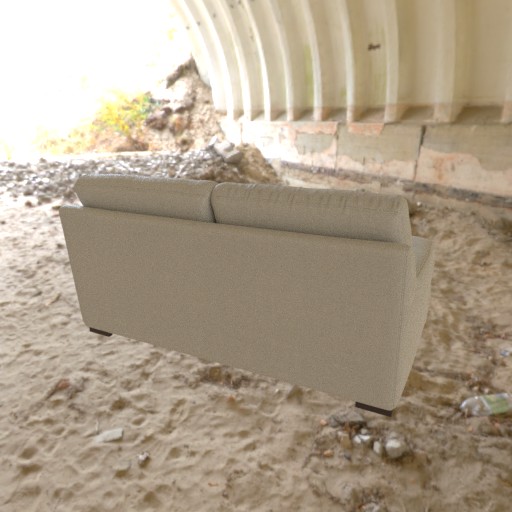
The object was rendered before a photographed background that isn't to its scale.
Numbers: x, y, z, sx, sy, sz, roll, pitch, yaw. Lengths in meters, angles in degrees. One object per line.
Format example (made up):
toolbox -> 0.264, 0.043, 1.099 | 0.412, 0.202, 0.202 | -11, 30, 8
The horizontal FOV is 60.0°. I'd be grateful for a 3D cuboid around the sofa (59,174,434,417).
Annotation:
sofa -> 0.000, 0.000, 2.532 | 1.880, 0.940, 1.143 | 9, 19, 26
